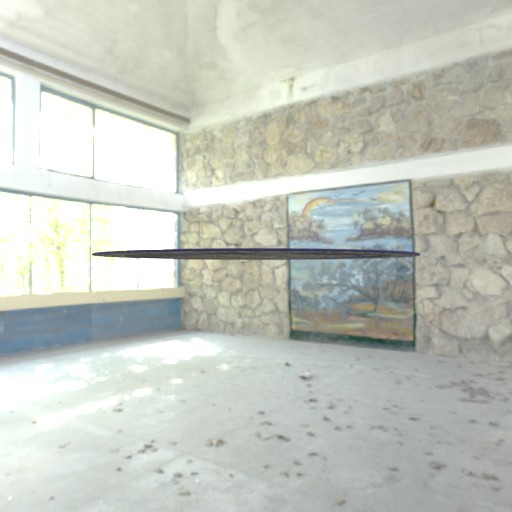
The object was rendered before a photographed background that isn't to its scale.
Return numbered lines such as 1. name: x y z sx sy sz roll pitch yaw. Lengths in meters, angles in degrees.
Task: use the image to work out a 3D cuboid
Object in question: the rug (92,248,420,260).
1. rug: 0.000 0.000 3.430 2.386 0.014 2.386 0 -2 0
